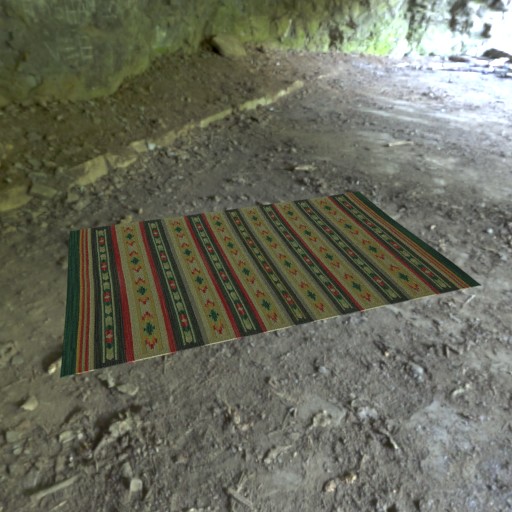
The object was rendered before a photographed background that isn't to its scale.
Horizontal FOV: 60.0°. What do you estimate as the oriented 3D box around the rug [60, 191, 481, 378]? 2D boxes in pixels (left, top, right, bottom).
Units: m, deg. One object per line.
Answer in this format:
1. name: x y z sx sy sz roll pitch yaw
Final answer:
1. rug: 0.000 0.000 3.035 2.447 0.011 1.520 -10 33 -15
